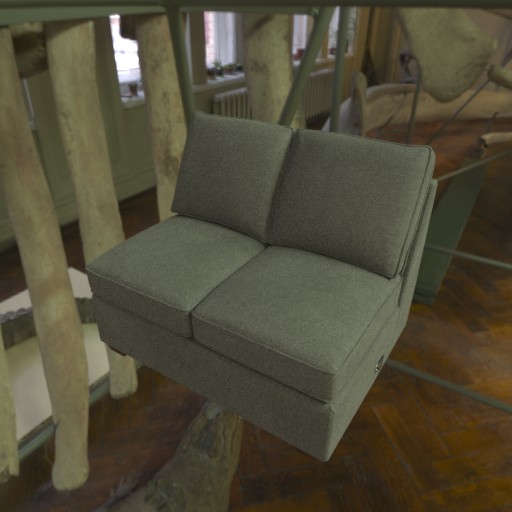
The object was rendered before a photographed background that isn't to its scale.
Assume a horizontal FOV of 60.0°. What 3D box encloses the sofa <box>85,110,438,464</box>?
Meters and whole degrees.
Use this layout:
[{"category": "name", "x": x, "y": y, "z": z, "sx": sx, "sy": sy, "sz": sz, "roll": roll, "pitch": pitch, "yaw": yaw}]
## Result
[{"category": "sofa", "x": 0.000, "y": 0.000, "z": 1.978, "sx": 1.237, "sy": 1.008, "sz": 0.951, "roll": 18, "pitch": 35, "yaw": 28}]
